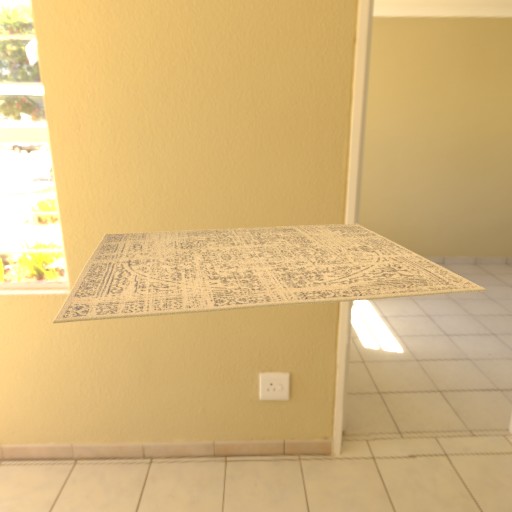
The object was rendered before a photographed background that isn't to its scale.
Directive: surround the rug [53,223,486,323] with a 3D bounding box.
[{"bbox_3d":[0.000,0.000,3.980,2.921,0.032,2.311,-3,16,-10],"label":"rug"}]
